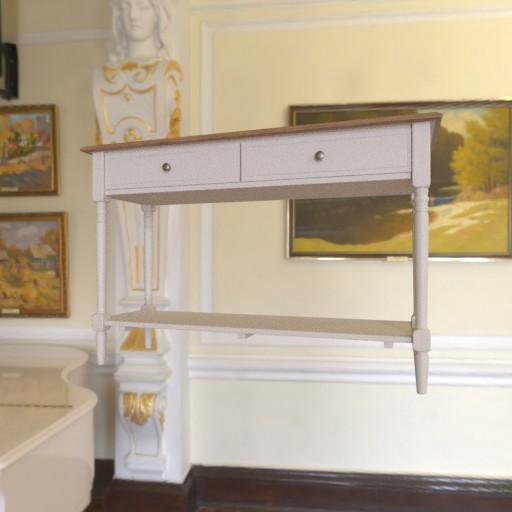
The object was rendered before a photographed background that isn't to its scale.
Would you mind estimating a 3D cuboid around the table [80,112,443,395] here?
[{"bbox_3d":[0.000,0.000,1.603,1.219,0.800,0.399,0,0,19],"label":"table"}]
